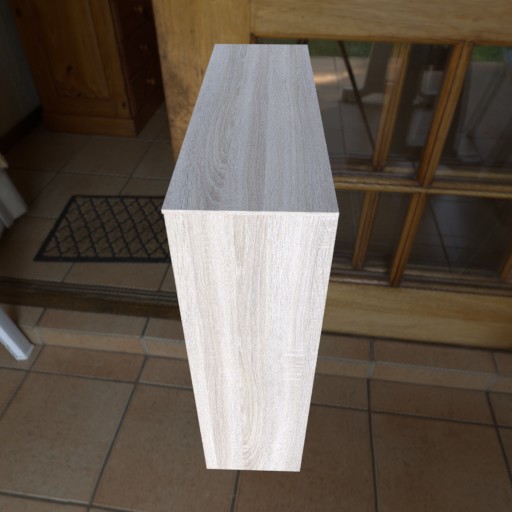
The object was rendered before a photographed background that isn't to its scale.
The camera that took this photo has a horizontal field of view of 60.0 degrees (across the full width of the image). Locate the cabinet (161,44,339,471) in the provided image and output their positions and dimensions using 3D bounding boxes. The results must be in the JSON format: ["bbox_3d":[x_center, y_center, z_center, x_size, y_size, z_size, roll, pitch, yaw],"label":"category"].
[{"bbox_3d":[0.000,0.000,2.895,0.620,2.060,1.870,1,41,1],"label":"cabinet"}]
